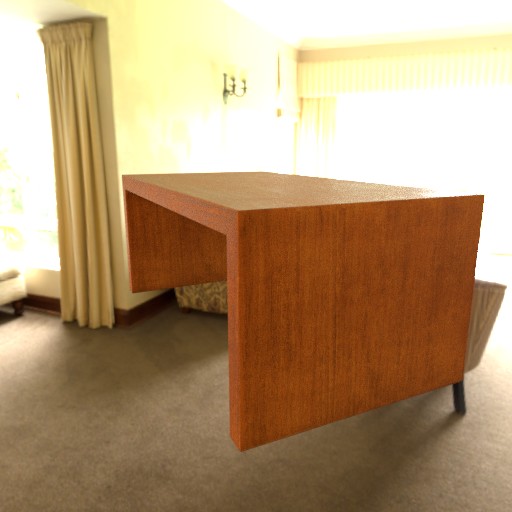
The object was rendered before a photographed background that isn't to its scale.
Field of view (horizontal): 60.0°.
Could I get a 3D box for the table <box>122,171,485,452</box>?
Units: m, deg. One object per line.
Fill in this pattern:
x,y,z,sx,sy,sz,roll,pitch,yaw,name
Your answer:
0.000,0.000,1.267,0.549,0.419,1.000,-7,15,-25,table
